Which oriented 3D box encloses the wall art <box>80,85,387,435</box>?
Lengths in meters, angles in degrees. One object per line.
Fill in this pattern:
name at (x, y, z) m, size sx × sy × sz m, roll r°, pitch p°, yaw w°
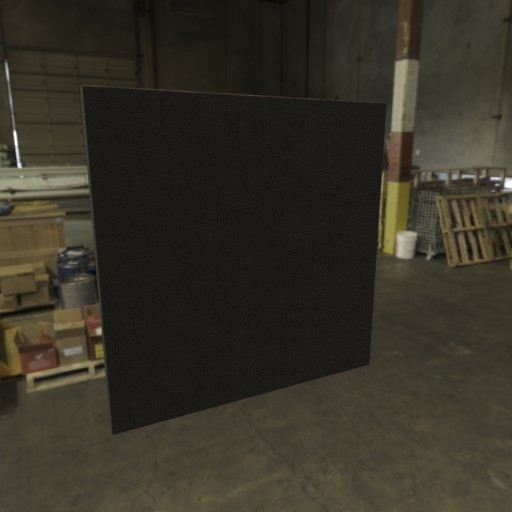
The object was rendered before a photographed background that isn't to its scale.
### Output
wall art at (0.000, 0.000, 1.118) m, size 0.762 × 0.762 × 0.038 m, roll -7°, pitch 15°, yaw -26°
